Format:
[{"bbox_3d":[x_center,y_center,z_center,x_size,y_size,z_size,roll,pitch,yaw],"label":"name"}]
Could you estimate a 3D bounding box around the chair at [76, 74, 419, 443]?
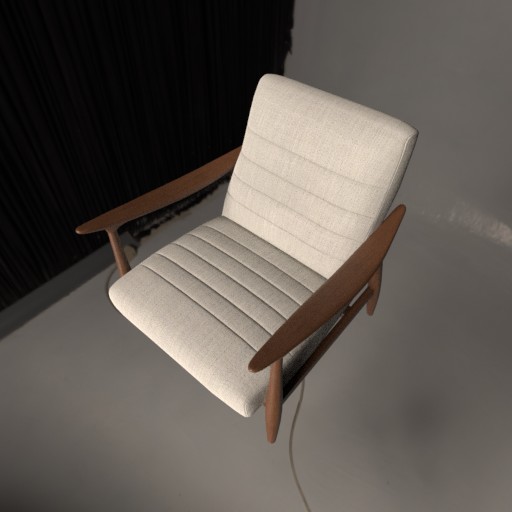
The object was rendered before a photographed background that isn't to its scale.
[{"bbox_3d":[0.000,0.000,1.452,0.741,0.832,0.798,33,55,27],"label":"chair"}]
